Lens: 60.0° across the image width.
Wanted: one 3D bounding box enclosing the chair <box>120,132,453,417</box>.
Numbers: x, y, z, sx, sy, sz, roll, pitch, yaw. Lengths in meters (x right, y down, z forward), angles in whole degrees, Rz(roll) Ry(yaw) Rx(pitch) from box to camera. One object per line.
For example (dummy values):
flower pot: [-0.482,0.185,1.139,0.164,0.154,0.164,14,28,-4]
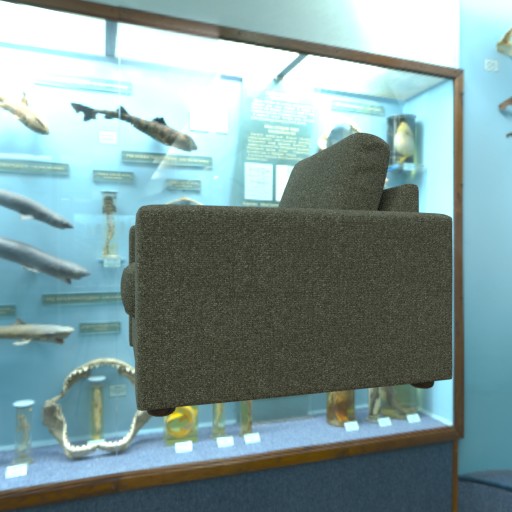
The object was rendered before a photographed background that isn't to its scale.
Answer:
chair: [0.000,0.000,1.737,1.016,0.873,1.005,0,0,-17]
